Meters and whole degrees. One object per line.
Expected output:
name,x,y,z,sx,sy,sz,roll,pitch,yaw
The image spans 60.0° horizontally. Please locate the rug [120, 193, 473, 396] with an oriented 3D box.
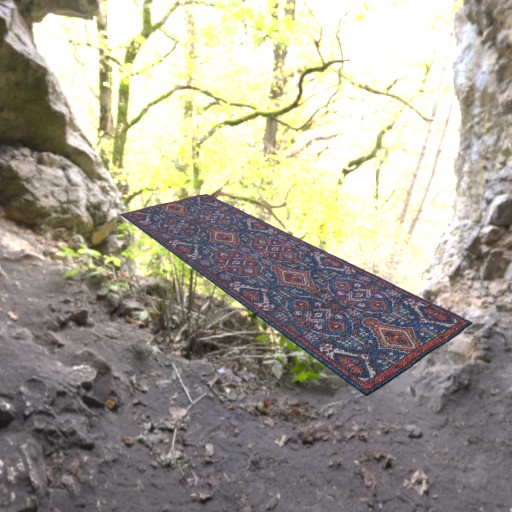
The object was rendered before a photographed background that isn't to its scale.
rug,0.000,0.000,2.815,0.801,0.010,2.459,-19,33,-33
